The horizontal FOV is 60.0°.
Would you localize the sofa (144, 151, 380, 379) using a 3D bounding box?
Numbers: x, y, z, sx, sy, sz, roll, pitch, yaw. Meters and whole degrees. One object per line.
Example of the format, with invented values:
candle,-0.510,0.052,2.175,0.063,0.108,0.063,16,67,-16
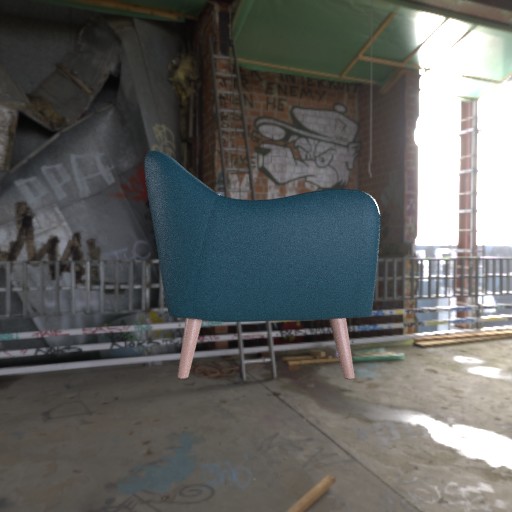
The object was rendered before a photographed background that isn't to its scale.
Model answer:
sofa,0.000,0.000,2.329,0.820,0.836,1.840,0,1,0
